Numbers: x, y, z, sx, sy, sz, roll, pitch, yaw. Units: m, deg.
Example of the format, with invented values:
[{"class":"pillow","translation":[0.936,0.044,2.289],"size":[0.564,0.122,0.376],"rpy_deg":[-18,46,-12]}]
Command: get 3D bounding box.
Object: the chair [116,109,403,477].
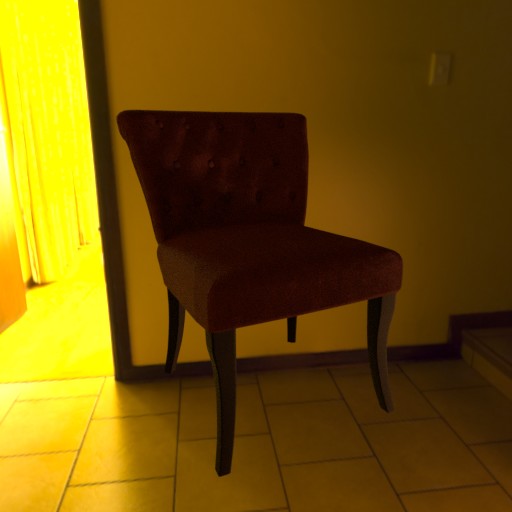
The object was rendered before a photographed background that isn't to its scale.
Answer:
[{"class":"chair","translation":[0.000,0.000,1.184],"size":[0.582,0.750,0.605],"rpy_deg":[-8,18,-26]}]
